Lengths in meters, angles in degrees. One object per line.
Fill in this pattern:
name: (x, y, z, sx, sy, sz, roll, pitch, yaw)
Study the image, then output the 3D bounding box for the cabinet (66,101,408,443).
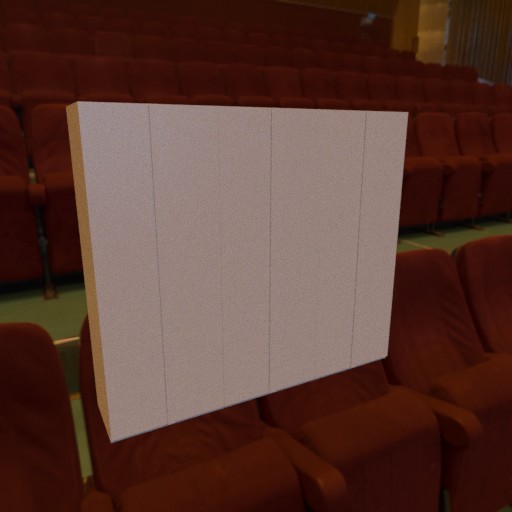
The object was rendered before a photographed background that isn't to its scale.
cabinet: (0.000, 0.000, 3.779, 2.700, 2.370, 0.590, -8, 17, -27)
